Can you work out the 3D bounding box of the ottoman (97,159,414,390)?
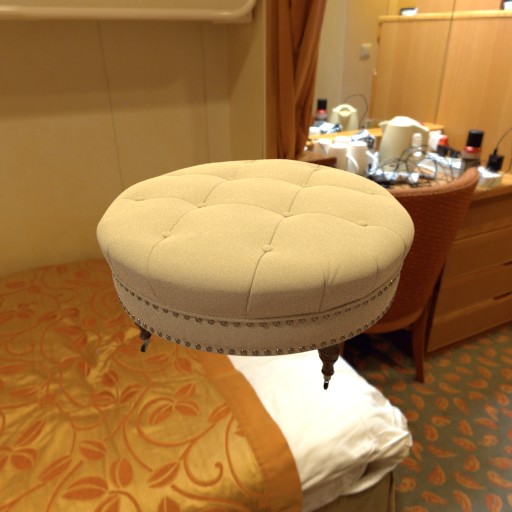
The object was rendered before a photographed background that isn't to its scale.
[{"bbox_3d":[0.000,0.000,1.369,0.901,0.439,0.901,0,27,0],"label":"ottoman"}]
